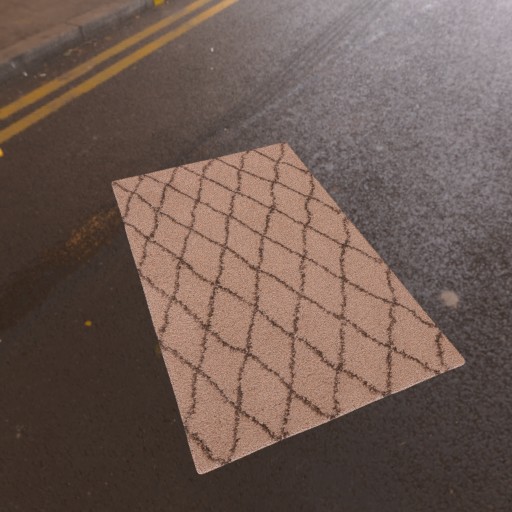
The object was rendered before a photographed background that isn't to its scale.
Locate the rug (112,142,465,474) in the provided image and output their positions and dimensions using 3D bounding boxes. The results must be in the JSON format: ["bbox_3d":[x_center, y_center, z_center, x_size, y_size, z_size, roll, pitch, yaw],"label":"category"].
[{"bbox_3d":[0.000,0.000,3.459,1.778,0.030,2.743,-16,49,-15],"label":"rug"}]
